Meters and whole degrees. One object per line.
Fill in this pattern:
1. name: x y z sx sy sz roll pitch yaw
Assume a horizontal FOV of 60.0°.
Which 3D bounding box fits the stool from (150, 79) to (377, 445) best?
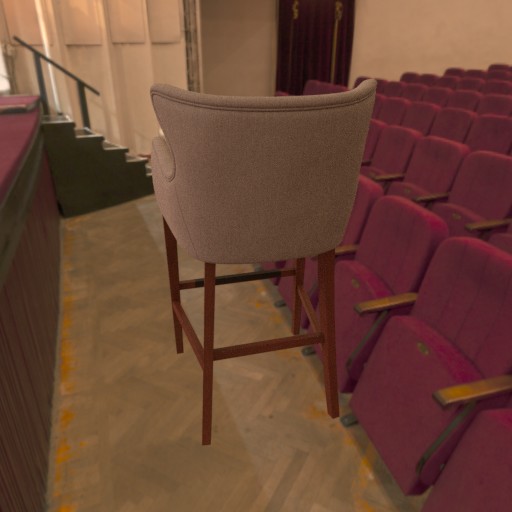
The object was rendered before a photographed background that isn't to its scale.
1. stool: 0.000 0.000 1.397 0.575 1.047 0.575 -7 26 -13
